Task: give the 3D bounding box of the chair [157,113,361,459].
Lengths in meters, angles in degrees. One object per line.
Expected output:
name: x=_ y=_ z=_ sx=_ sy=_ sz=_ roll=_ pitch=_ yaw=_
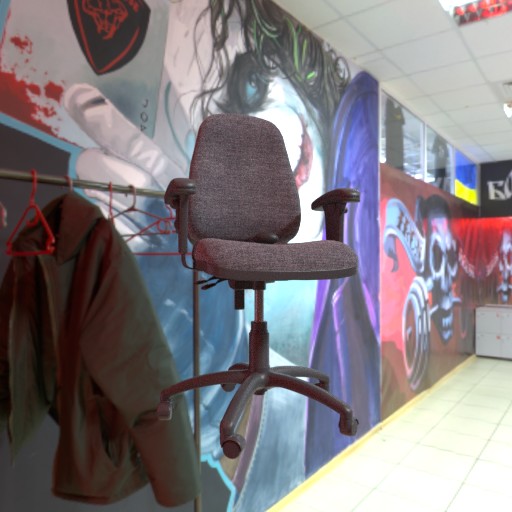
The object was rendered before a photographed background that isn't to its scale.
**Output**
chair: x=0.000 y=0.000 z=1.272 sx=0.550 sy=0.910 sz=0.530 roll=0 pitch=0 yaw=-20
